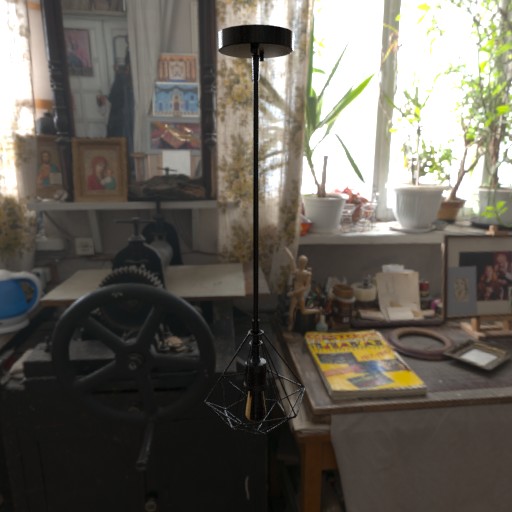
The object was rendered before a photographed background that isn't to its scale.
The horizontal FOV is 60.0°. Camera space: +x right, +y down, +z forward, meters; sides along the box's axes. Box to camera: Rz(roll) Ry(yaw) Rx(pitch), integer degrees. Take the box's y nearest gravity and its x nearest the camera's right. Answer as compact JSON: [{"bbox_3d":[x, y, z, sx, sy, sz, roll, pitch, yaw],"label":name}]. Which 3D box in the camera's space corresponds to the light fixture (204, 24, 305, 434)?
[{"bbox_3d":[0.000,0.000,1.926,0.487,1.764,0.431,13,19,43],"label":"light fixture"}]
